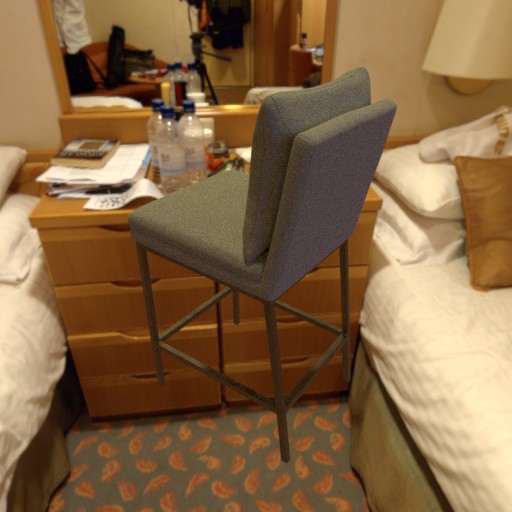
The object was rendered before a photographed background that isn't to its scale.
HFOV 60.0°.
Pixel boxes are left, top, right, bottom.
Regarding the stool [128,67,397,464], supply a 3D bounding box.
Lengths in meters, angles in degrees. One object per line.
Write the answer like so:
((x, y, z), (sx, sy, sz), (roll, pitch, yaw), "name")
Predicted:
((0.000, 0.000, 1.322), (0.569, 1.031, 0.463), (20, 36, 31), "stool")
